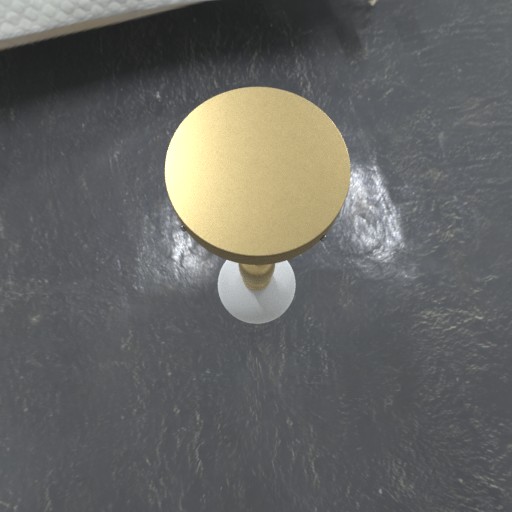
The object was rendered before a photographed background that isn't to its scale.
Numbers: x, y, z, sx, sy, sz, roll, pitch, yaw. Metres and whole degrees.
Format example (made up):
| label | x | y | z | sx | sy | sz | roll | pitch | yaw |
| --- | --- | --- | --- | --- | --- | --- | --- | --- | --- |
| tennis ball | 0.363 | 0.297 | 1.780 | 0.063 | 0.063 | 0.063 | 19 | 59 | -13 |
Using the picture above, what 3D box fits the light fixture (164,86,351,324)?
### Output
| label | x | y | z | sx | sy | sz | roll | pitch | yaw |
| --- | --- | --- | --- | --- | --- | --- | --- | --- | --- |
| light fixture | 0.000 | 0.000 | 0.586 | 0.146 | 0.510 | 0.147 | -35 | 77 | -9 |
